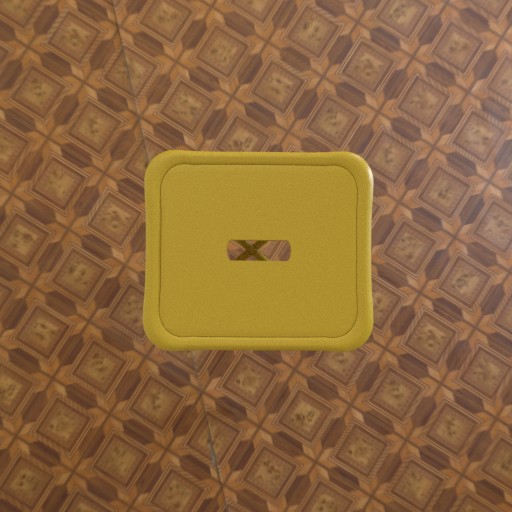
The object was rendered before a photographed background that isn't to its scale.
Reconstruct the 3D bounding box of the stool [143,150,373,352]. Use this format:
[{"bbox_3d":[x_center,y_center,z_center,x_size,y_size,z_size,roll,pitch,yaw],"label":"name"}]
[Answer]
[{"bbox_3d":[0.000,0.000,0.859,0.399,0.609,0.359,0,89,-1],"label":"stool"}]
